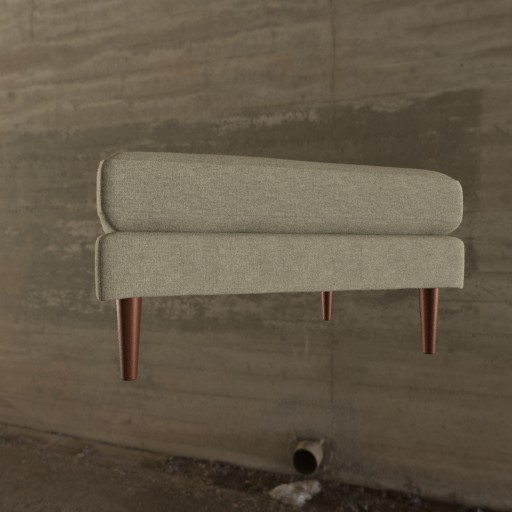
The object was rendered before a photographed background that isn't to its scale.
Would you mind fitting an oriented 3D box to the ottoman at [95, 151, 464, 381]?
[{"bbox_3d":[0.000,0.000,1.234,0.821,0.474,0.693,0,1,-18],"label":"ottoman"}]
